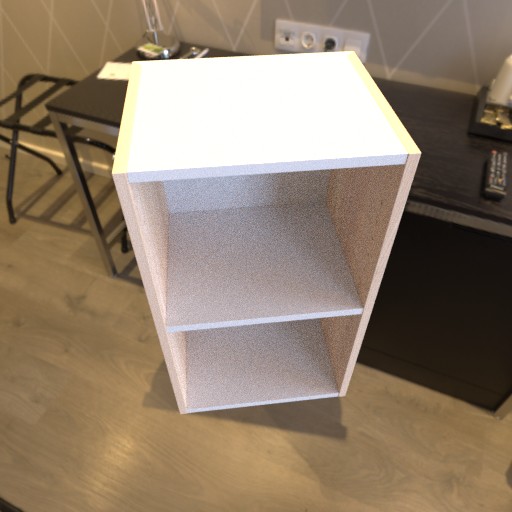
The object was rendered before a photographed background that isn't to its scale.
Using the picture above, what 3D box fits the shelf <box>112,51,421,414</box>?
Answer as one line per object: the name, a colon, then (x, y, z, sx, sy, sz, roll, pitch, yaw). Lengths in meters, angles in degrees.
shelf: (0.000, 0.000, 0.808, 0.350, 0.600, 0.290, -5, 46, -5)
